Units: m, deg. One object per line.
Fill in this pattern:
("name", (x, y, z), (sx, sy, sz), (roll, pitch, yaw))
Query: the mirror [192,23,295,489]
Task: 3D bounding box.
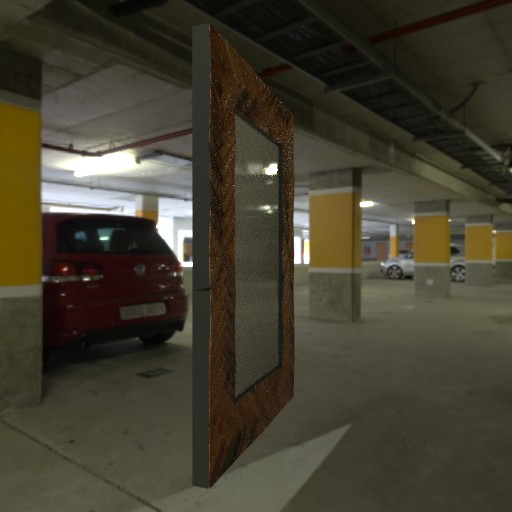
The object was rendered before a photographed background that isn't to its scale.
("mirror", (0.000, 0.000, 1.156), (0.044, 0.912, 0.606), (0, 0, 21))
